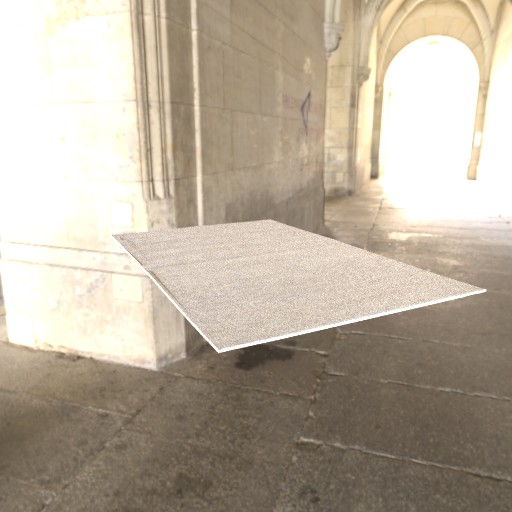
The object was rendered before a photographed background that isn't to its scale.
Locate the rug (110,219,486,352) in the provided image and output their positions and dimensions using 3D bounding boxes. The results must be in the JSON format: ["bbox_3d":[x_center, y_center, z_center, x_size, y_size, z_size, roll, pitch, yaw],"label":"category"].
[{"bbox_3d":[0.000,0.000,2.322,1.179,0.022,1.820,-7,17,-26],"label":"rug"}]
